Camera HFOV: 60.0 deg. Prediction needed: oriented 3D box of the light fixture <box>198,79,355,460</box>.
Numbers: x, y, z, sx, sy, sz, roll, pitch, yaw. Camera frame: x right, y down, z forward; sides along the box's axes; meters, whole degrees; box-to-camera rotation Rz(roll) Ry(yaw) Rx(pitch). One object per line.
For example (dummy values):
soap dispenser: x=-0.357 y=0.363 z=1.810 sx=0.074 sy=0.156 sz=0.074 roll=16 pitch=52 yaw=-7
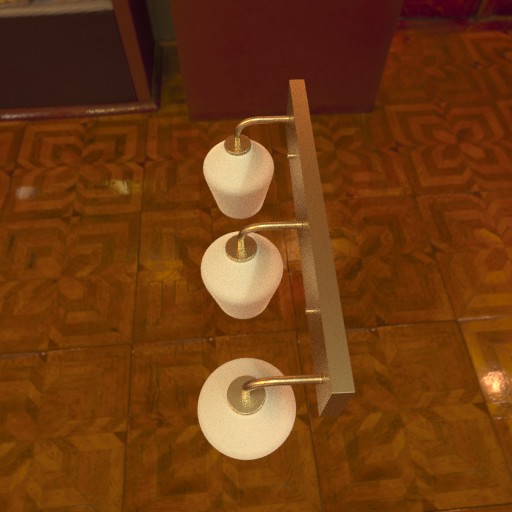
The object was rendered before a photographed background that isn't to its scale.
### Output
light fixture: x=0.000 y=0.000 z=0.736 sx=0.190 sy=0.280 sz=0.609 roll=-2 pitch=58 yaw=-1
